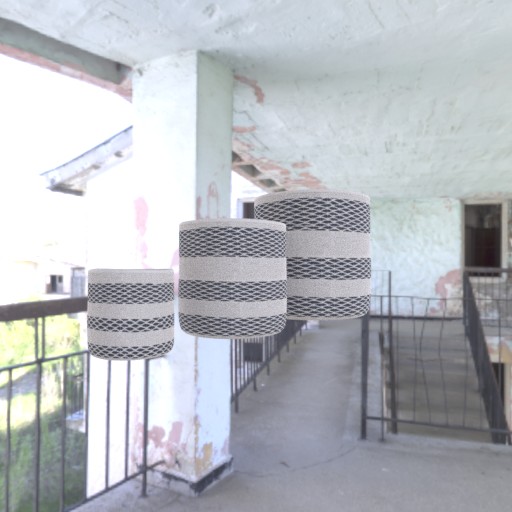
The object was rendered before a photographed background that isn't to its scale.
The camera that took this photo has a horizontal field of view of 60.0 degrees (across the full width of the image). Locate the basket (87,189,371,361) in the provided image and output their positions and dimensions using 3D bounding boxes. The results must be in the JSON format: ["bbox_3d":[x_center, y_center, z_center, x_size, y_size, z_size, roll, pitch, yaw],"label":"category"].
[{"bbox_3d":[0.000,0.000,1.116,0.351,0.356,0.917,0,0,36],"label":"basket"}]
